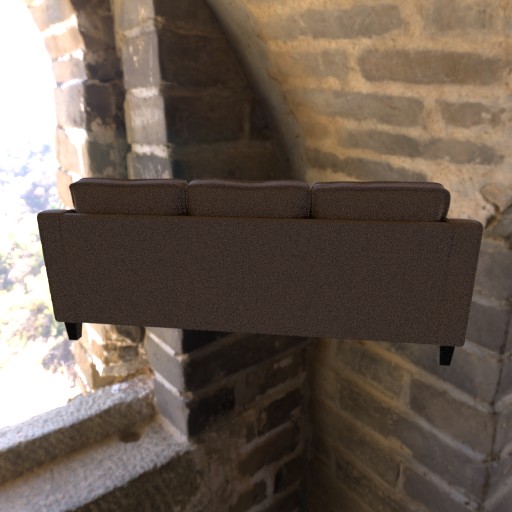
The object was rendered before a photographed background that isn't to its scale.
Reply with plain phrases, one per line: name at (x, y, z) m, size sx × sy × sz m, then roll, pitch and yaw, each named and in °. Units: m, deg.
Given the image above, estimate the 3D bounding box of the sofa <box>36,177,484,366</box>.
sofa at (0.000, 0.000, 2.529) m, size 2.131 × 0.902 × 0.791 m, roll 2°, pitch 15°, yaw 8°
